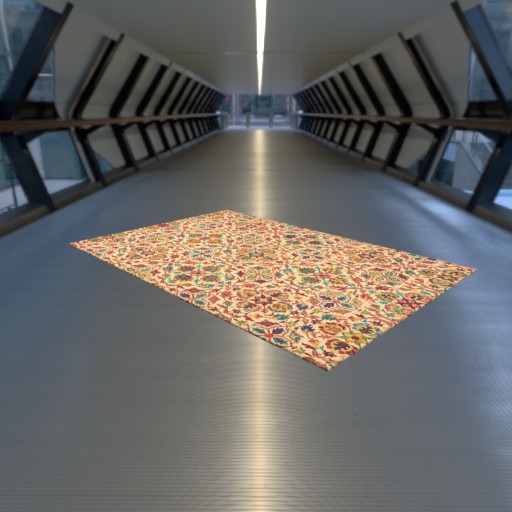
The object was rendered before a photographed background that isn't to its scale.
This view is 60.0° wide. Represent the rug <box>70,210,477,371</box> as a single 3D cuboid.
[{"bbox_3d":[0.000,0.000,2.370,1.838,0.013,1.226,18,26,42],"label":"rug"}]
